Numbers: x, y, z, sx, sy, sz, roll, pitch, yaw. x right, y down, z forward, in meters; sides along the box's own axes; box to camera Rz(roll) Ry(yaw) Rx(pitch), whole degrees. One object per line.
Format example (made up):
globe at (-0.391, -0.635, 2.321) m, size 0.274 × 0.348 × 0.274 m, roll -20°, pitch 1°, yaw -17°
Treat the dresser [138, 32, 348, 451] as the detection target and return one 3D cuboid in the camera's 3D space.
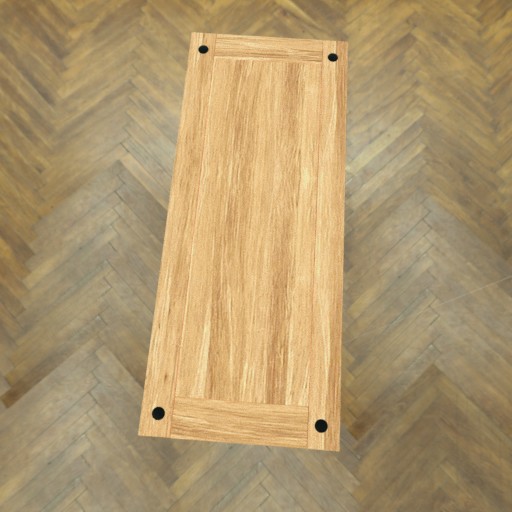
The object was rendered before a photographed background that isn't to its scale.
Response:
dresser at (0.000, 0.000, 1.380) m, size 0.410 × 0.740 × 0.990 m, roll 4°, pitch 75°, yaw 1°
